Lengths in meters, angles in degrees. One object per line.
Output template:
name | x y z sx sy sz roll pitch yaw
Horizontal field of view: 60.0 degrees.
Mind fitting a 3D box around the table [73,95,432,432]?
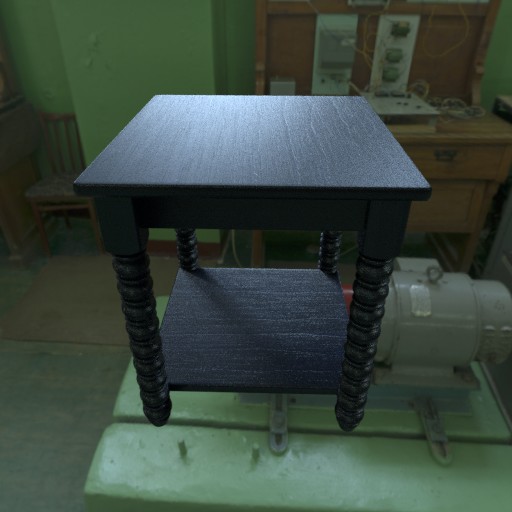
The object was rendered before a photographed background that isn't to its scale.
table | 0.000 0.000 0.984 0.500 0.567 0.533 1 33 1
